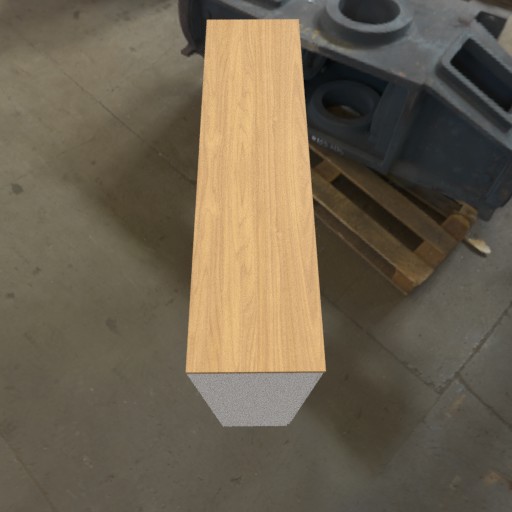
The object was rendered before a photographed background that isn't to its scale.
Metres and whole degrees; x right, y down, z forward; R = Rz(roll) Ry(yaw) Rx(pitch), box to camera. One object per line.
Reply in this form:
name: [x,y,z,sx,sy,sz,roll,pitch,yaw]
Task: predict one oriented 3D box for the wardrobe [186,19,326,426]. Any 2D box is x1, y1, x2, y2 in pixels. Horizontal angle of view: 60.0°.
wardrobe: [0.000,0.000,3.289,0.590,2.260,2.160,0,64,0]
